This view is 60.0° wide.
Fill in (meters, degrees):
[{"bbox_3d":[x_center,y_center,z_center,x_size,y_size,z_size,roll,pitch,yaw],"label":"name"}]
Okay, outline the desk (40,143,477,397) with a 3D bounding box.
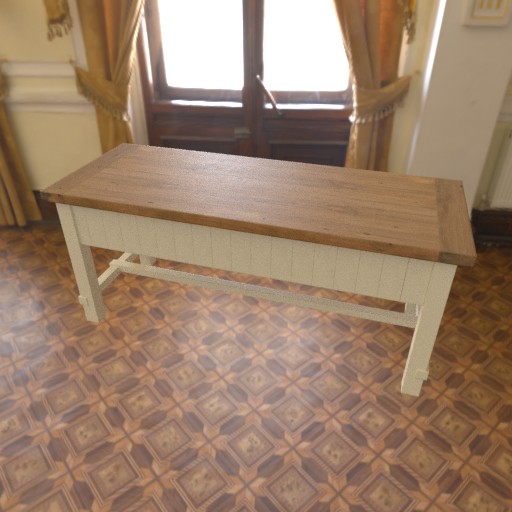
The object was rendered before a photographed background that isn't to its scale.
[{"bbox_3d":[0.000,0.000,2.229,1.803,0.762,0.688,10,34,15],"label":"desk"}]
